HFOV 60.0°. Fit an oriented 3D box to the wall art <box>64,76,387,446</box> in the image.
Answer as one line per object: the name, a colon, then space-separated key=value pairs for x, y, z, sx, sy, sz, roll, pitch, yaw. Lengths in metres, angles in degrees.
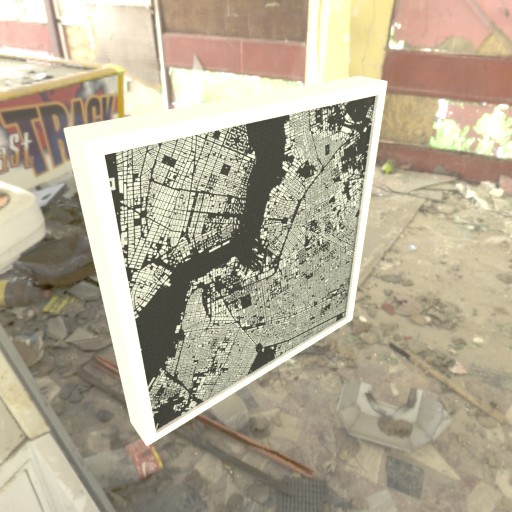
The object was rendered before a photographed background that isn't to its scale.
wall art: x=0.000 y=0.000 z=0.449 sx=0.305 sy=0.305 sz=0.037 roll=-23 pitch=39 yaw=-32
